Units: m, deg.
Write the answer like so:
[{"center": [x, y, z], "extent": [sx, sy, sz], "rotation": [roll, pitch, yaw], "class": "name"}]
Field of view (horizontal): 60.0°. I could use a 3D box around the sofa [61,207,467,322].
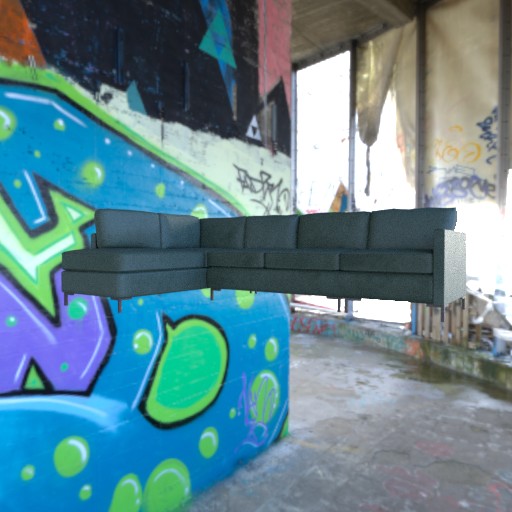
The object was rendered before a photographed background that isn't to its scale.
[{"center": [0.000, 0.000, 4.293], "extent": [3.384, 0.996, 2.048], "rotation": [1, 2, 35], "class": "sofa"}]
